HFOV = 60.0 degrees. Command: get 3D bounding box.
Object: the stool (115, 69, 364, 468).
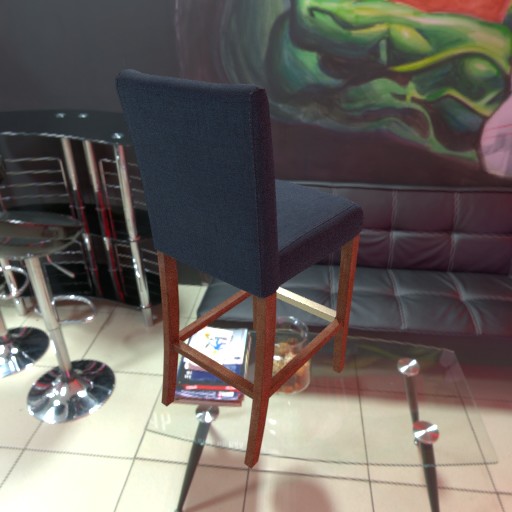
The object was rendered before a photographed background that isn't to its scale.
[{"bbox_3d":[0.000,0.000,1.371,0.454,1.088,0.574,21,36,33],"label":"stool"}]
